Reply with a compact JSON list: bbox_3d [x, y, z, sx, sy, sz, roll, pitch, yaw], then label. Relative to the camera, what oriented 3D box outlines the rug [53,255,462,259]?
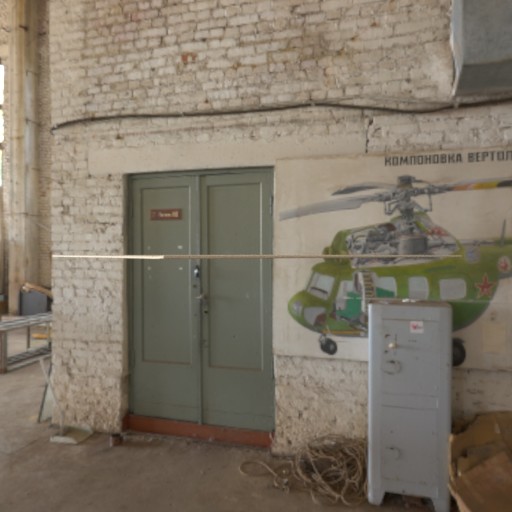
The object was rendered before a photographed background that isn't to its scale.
[{"bbox_3d":[0.000,0.000,4.183,3.051,0.020,2.407,0,0,-37],"label":"rug"}]
